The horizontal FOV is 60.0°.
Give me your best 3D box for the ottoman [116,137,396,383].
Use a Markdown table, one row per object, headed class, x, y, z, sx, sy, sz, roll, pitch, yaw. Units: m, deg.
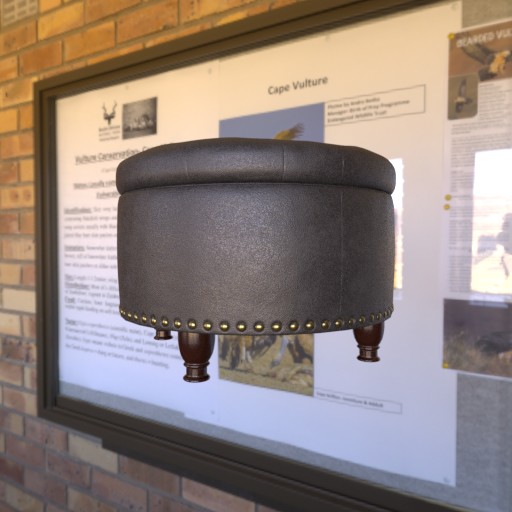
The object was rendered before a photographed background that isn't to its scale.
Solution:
| class | x | y | z | sx | sy | sz | roll | pitch | yaw |
| --- | --- | --- | --- | --- | --- | --- | --- | --- | --- |
| ottoman | 0.000 | 0.000 | 1.060 | 0.637 | 0.442 | 0.637 | 0 | 2 | 0 |
